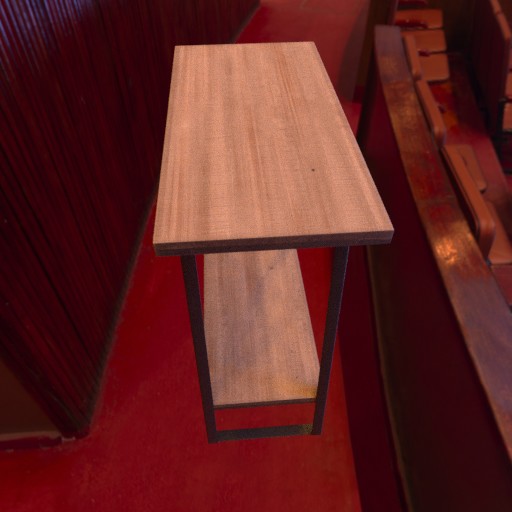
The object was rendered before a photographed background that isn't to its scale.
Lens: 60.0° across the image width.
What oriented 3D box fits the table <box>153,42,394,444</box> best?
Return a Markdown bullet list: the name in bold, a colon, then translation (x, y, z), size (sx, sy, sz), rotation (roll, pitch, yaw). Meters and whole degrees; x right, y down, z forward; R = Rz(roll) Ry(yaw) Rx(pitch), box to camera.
- **table**: translation (0.000, 0.000, 1.004), size (0.300, 0.701, 0.599), rotation (-3, 47, -3)
